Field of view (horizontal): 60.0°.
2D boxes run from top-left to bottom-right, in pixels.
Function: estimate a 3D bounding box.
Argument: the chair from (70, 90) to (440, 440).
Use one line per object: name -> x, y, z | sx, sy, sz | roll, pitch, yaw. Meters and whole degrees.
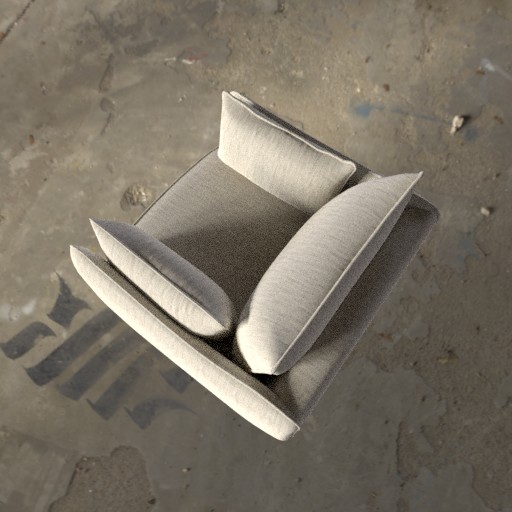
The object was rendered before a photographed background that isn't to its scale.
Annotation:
chair -> 0.000, 0.000, 1.734 | 0.991, 0.855, 0.994 | 34, 69, 15
